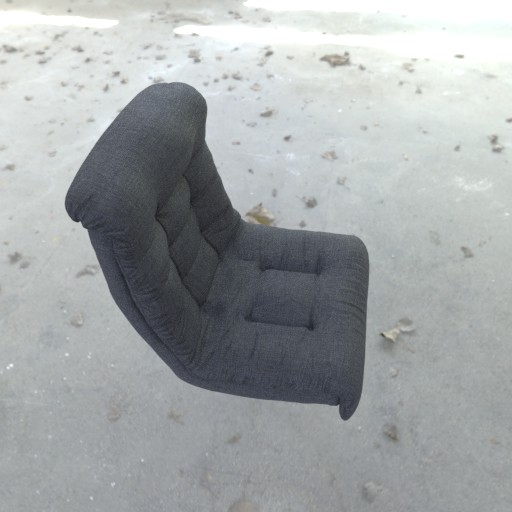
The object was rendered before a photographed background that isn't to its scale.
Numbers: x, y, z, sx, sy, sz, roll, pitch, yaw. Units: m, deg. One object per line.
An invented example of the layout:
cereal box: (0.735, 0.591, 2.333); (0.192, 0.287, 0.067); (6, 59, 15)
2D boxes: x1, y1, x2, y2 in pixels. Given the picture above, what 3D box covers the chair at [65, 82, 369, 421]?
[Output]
chair: (0.000, 0.000, 1.205); (0.668, 0.749, 0.597); (8, 47, 8)
